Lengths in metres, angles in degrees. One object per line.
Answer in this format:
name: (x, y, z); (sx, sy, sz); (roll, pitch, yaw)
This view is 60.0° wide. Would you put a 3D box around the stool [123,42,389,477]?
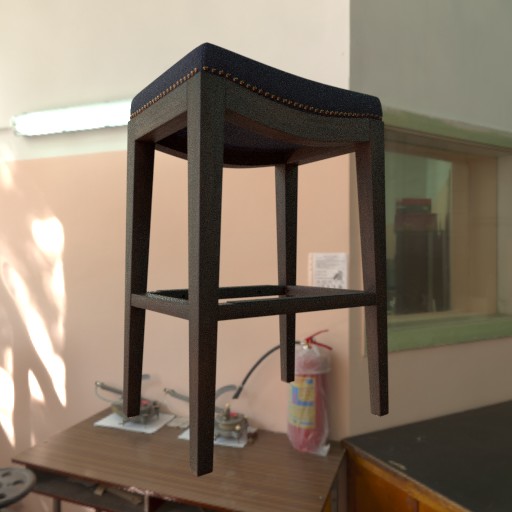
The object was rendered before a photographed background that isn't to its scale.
stool: (0.000, 0.000, 1.020); (0.498, 0.740, 0.358); (0, 0, -36)
